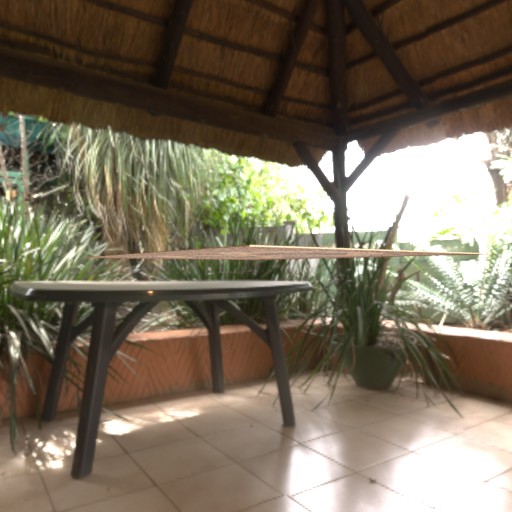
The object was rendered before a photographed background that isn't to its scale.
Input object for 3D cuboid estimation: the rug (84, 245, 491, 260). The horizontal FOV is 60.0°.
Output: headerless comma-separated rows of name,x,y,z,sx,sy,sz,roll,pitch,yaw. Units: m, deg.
rug,0.000,0.000,2.894,1.611,0.008,2.227,1,-2,-35
